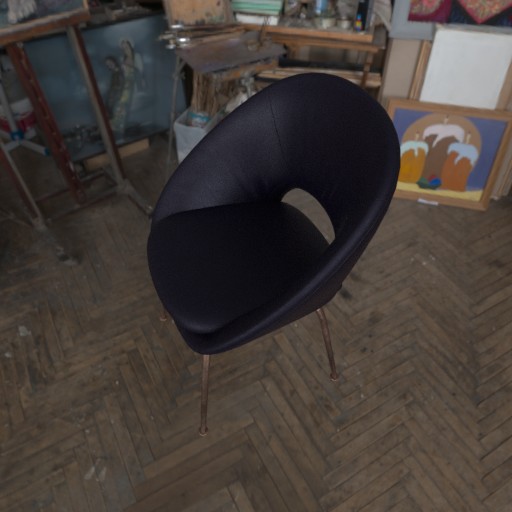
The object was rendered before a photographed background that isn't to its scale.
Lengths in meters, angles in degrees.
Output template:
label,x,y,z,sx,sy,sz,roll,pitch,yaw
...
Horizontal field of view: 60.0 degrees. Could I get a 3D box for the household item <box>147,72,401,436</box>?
label,x,y,z,sx,sy,sz,roll,pitch,yaw
household item,0.000,0.000,1.226,0.573,0.852,0.623,-17,49,-16
